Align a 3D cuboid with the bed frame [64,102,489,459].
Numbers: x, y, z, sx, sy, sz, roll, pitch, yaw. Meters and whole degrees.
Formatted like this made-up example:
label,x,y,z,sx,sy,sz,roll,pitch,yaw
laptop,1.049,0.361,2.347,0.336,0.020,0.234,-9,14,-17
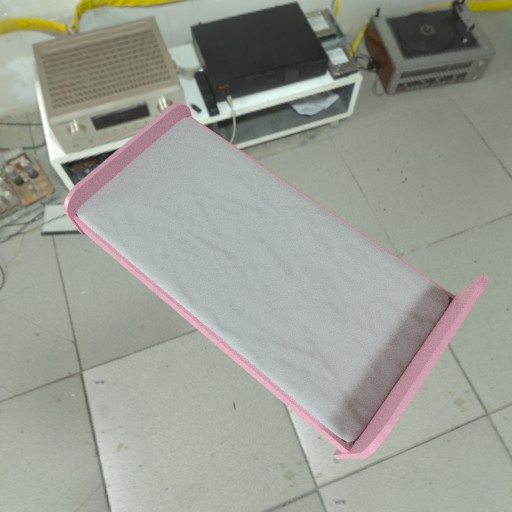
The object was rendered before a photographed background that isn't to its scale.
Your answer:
label,x,y,z,sx,sy,sz,roll,pitch,yaw
bed frame,0.000,0.000,2.431,1.963,0.805,0.998,37,70,16
